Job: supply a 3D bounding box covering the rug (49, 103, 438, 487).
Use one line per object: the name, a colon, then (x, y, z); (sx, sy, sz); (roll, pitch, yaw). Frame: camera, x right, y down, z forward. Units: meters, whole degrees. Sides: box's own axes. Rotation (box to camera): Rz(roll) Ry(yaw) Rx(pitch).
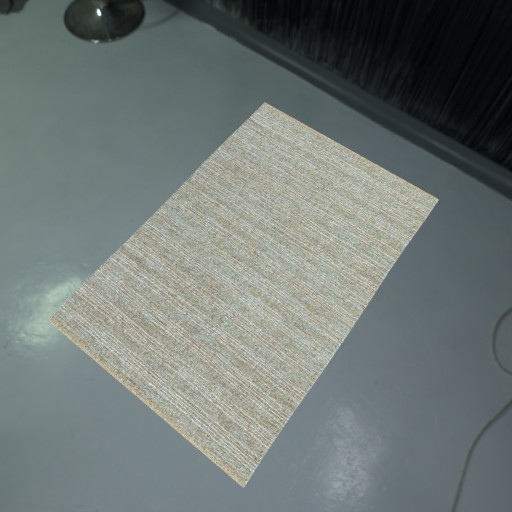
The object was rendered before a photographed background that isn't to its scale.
rug: (0.000, 0.000, 2.374); (1.240, 0.010, 1.824); (34, 69, 15)
